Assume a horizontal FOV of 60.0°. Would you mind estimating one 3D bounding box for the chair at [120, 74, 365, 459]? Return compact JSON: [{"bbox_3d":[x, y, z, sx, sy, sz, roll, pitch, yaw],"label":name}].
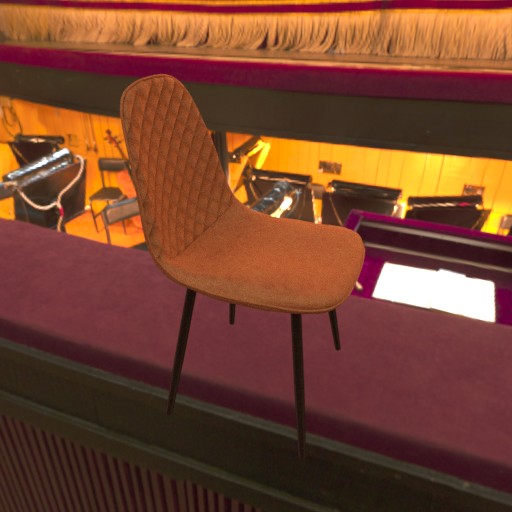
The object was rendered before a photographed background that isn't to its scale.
[{"bbox_3d":[0.000,0.000,1.203,0.561,0.889,0.472,11,31,18],"label":"chair"}]
